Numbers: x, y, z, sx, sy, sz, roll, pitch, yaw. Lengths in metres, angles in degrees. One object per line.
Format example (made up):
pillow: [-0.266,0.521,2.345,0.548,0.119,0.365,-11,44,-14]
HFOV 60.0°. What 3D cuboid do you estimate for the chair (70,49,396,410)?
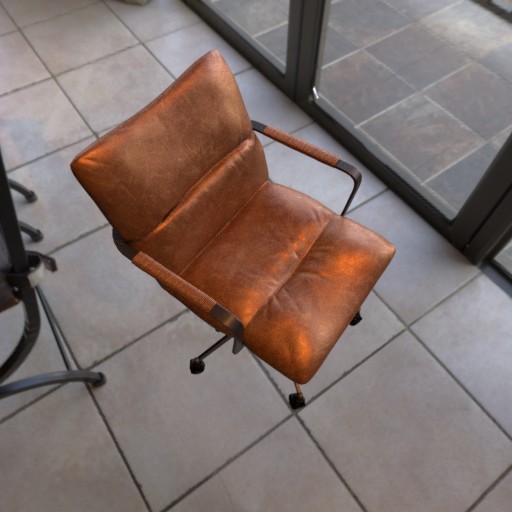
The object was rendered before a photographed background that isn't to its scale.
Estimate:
chair: [0.000,0.000,1.461,0.754,0.922,0.727,32,64,18]
